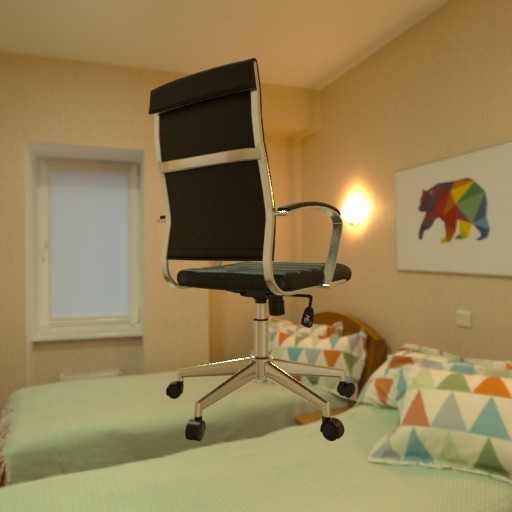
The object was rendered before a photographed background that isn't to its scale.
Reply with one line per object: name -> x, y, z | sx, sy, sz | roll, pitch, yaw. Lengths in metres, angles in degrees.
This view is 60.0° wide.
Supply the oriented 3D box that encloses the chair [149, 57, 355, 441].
chair -> 0.000, 0.000, 1.658 | 0.766, 1.149, 0.739 | 0, 1, 36
